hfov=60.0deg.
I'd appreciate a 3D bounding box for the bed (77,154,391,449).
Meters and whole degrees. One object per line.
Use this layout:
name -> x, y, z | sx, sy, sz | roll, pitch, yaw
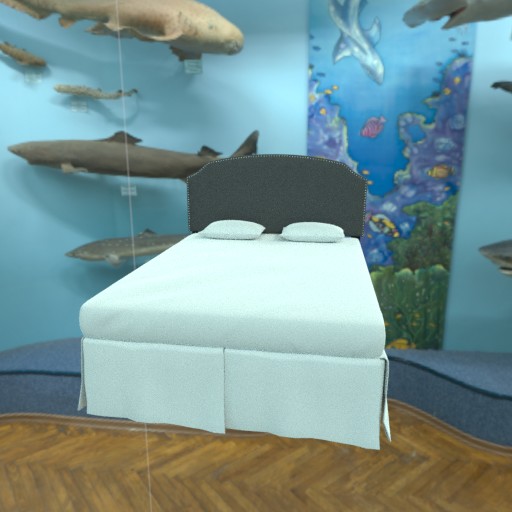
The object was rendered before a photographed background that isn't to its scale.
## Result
bed -> 0.000, 0.000, 2.907 | 1.558, 1.270, 1.999 | 2, 14, 9
